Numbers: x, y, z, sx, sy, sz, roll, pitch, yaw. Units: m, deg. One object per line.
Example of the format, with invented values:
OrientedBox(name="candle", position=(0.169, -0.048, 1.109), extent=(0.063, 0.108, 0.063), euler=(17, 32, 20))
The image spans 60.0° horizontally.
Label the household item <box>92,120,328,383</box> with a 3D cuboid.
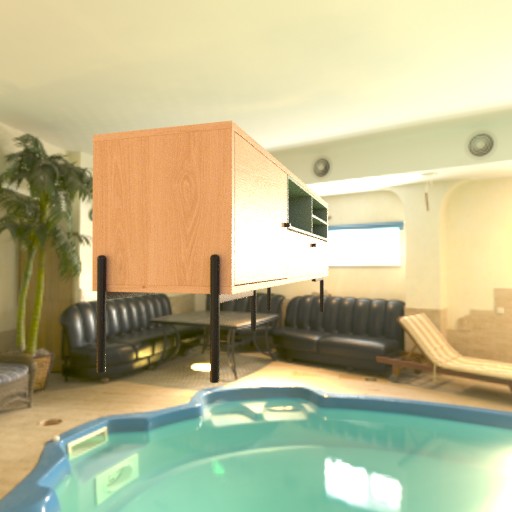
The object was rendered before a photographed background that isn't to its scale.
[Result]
OrientedBox(name="household item", position=(0.000, 0.000, 1.789), extent=(0.400, 0.600, 1.550), euler=(0, -1, 18))
